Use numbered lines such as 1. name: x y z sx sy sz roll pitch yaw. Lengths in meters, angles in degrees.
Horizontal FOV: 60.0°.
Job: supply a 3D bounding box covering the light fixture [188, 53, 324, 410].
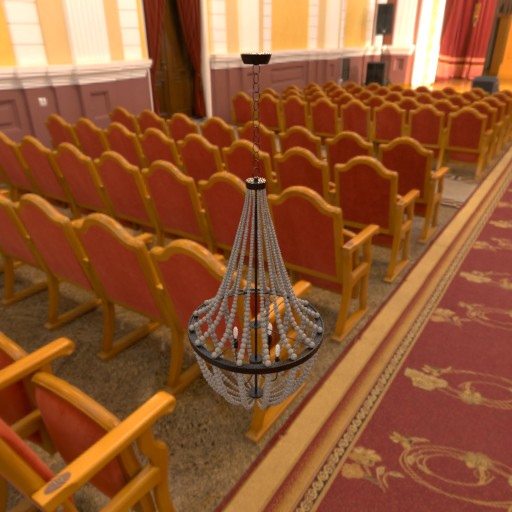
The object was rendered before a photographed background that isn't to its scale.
1. light fixture: 0.000 0.000 1.363 0.450 1.133 0.450 0 27 0
